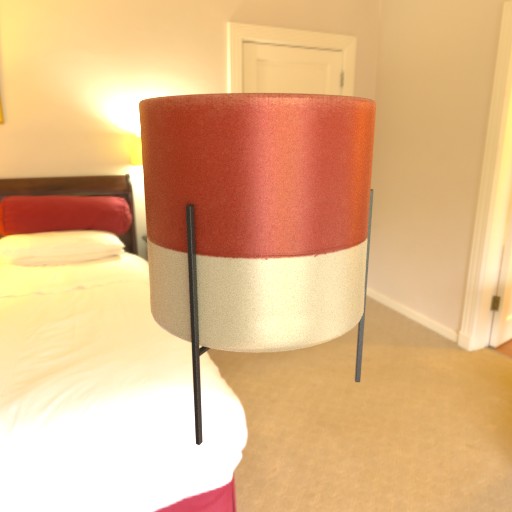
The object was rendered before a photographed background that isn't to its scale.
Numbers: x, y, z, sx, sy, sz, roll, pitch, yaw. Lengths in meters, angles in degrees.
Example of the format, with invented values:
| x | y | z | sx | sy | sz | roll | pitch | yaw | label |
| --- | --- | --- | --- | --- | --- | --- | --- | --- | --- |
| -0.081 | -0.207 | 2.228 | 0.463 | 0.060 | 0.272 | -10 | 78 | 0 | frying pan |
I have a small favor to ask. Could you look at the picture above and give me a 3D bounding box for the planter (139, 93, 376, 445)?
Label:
| x | y | z | sx | sy | sz | roll | pitch | yaw | label |
| --- | --- | --- | --- | --- | --- | --- | --- | --- | --- |
| 0.000 | 0.000 | 0.712 | 0.345 | 0.465 | 0.354 | 8 | 17 | 27 | planter |
